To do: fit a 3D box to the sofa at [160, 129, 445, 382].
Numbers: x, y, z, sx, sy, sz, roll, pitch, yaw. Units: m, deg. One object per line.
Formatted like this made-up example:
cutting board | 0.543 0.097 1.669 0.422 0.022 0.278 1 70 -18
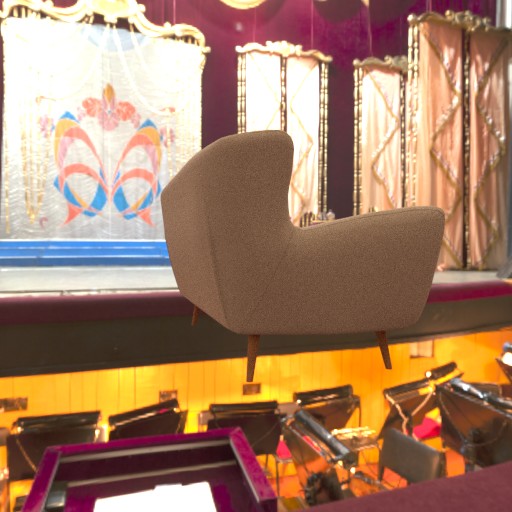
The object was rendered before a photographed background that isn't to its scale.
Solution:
sofa | 0.000 0.000 2.386 0.899 0.890 1.930 0 2 -18
